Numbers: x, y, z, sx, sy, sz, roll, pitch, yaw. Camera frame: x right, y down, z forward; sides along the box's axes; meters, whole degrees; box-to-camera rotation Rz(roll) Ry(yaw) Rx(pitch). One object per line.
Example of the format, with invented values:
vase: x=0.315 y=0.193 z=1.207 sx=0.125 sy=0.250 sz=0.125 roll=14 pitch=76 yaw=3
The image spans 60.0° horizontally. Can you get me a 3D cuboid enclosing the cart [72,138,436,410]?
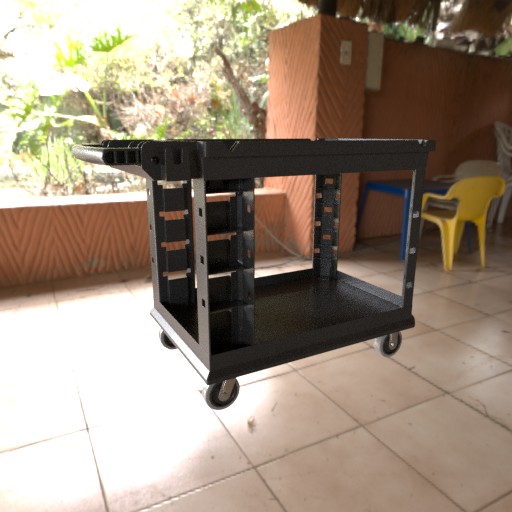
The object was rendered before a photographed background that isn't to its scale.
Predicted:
cart: x=0.000 y=0.000 z=1.741 sx=1.239 sy=0.884 sz=0.674 roll=-8 pitch=17 yaw=-28
